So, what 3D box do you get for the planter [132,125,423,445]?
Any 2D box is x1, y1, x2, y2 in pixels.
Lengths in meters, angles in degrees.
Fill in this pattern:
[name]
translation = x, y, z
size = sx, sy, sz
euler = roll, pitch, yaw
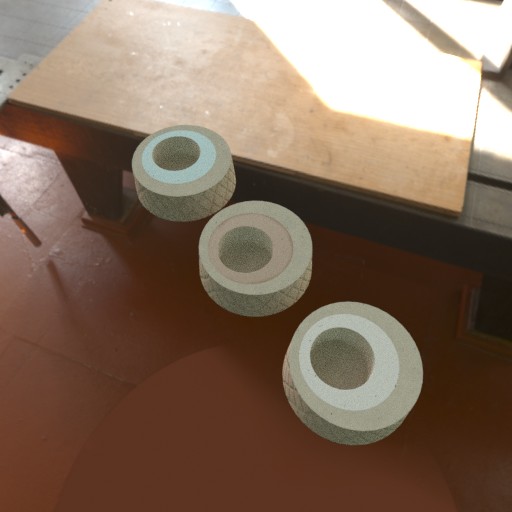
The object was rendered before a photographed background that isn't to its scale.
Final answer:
[planter]
translation = 0.000, 0.000, 0.433
size = 0.114, 0.038, 0.390
euler = -31, 62, -18
